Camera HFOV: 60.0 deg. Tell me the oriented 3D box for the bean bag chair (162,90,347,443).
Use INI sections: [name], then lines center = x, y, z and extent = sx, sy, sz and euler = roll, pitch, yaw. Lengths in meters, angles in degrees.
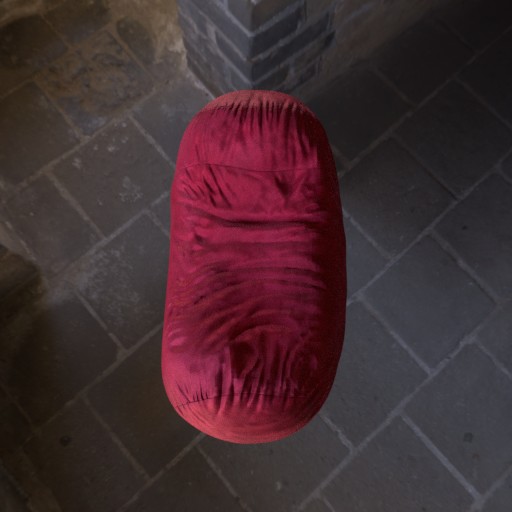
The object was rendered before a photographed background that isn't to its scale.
[bean bag chair]
center = 0.000, 0.000, 2.907
extent = 1.216, 0.867, 2.293
euler = 2, 76, 0
